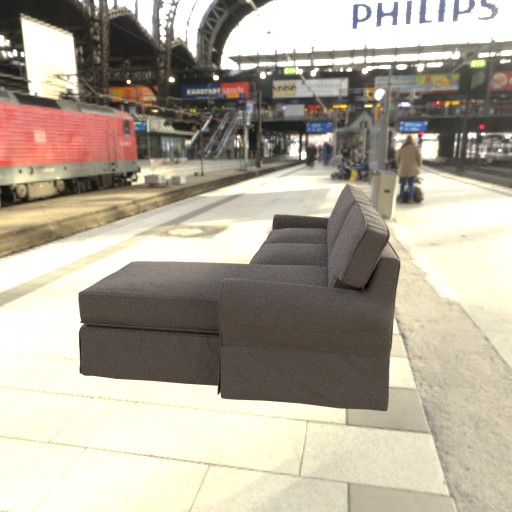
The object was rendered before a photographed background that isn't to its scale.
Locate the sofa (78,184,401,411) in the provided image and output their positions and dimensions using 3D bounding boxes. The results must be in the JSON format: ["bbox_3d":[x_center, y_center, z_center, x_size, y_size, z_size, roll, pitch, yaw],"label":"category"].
[{"bbox_3d":[0.000,0.000,3.385,1.733,0.978,2.475,2,14,9],"label":"sofa"}]
